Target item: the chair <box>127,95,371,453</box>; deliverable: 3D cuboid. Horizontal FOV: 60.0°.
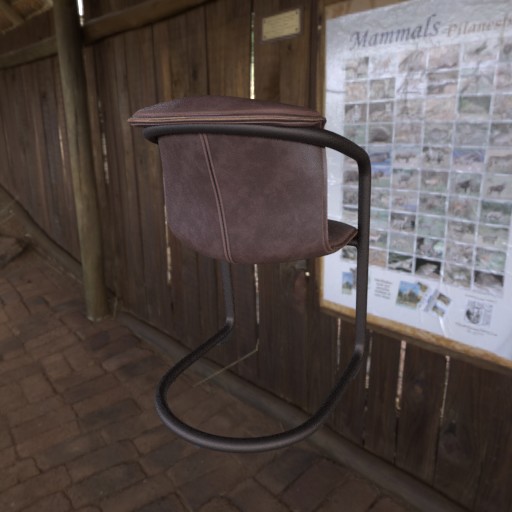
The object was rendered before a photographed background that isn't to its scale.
[{"bbox_3d":[0.000,0.000,1.265,0.536,0.836,0.664,8,18,26],"label":"chair"}]
